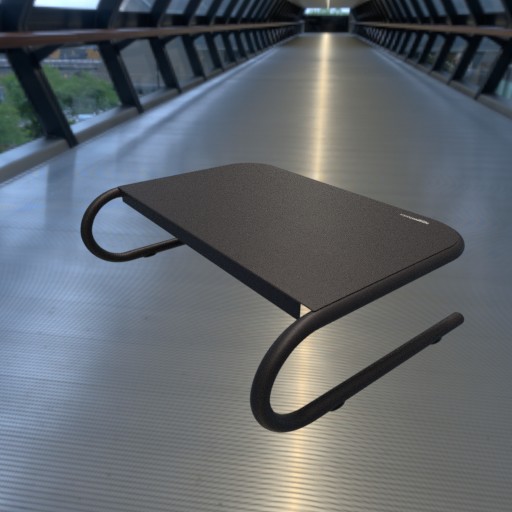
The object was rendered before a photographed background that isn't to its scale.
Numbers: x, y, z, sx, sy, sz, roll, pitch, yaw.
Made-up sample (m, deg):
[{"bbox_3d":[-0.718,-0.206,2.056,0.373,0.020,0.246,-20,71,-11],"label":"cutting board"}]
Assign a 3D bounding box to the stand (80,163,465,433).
[{"bbox_3d":[0.000,0.000,0.506,0.280,0.108,0.370,-19,32,-33],"label":"stand"}]
